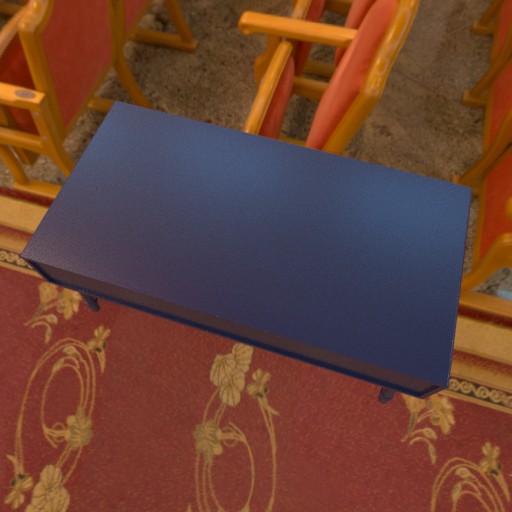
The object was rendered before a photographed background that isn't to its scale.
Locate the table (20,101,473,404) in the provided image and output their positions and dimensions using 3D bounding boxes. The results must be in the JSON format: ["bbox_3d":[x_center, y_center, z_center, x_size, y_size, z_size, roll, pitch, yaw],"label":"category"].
[{"bbox_3d":[0.000,0.000,1.362,1.067,0.457,0.572,16,65,8],"label":"table"}]
